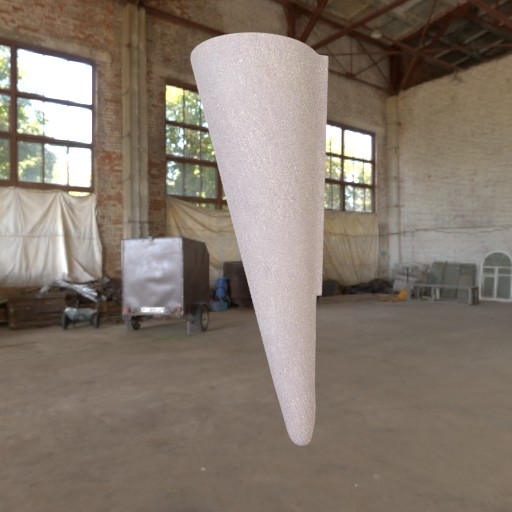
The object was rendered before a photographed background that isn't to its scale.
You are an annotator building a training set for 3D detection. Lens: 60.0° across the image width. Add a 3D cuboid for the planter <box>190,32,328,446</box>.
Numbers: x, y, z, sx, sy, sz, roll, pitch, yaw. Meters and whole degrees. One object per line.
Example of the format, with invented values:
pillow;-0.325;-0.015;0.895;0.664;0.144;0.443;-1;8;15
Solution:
planter;0.000;0.000;0.295;0.087;0.259;0.078;0;0;-17
